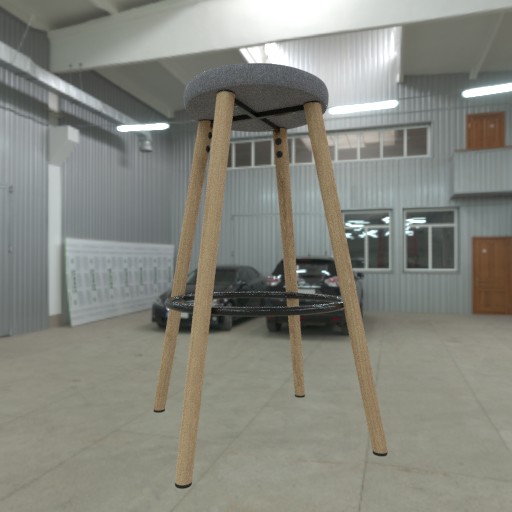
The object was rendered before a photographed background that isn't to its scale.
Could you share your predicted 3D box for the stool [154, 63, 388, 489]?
[{"bbox_3d":[0.000,0.000,0.987,0.410,0.770,0.410,0,-1,-18],"label":"stool"}]
